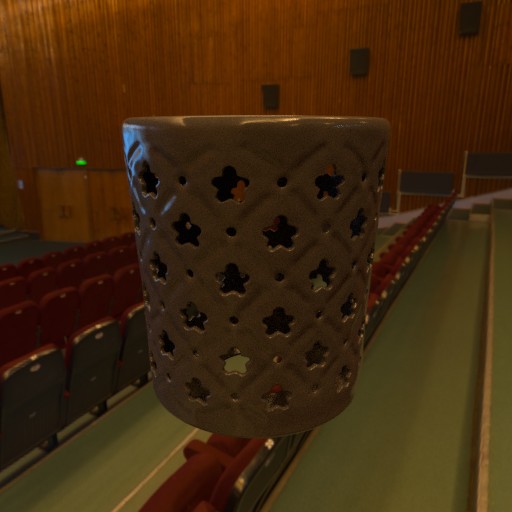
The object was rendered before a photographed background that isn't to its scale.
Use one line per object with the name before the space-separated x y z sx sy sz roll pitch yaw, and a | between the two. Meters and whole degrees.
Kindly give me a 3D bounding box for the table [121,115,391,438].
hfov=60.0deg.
table | 0.000 0.000 0.647 0.352 0.387 0.352 0 16 0
